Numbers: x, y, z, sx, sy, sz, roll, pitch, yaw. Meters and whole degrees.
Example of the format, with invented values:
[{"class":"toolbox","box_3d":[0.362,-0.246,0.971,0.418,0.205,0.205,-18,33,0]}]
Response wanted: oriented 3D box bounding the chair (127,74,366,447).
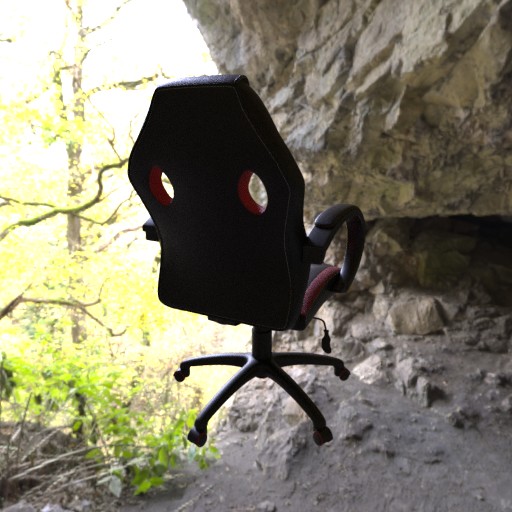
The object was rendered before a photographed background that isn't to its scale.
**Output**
[{"class":"chair","box_3d":[0.000,0.000,1.661,0.750,1.189,0.783,8,18,27]}]
